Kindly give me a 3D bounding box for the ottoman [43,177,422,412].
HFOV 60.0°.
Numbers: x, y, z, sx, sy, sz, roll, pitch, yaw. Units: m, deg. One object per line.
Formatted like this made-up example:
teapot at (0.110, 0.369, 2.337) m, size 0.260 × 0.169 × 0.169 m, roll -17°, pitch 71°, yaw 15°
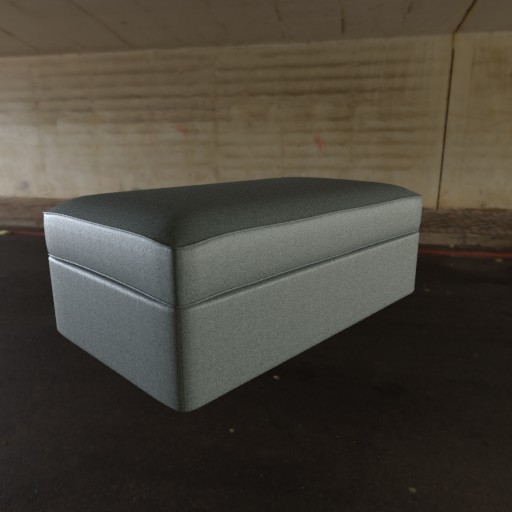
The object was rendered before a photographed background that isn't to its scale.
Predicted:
ottoman at (0.000, 0.000, 1.548) m, size 0.681 × 0.494 × 1.173 m, roll 14°, pitch 20°, yaw 42°
